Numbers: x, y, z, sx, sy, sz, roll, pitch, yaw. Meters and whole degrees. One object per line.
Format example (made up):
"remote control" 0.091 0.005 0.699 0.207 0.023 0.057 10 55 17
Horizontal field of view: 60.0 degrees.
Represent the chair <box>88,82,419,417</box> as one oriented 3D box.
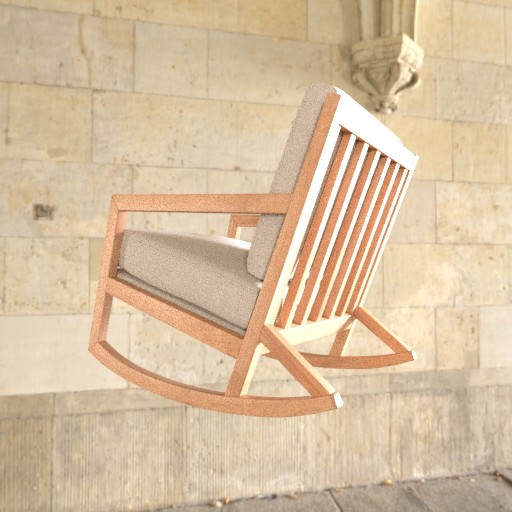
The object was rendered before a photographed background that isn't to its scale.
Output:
"chair" 0.000 0.000 1.417 0.857 0.790 0.622 -1 -2 34
